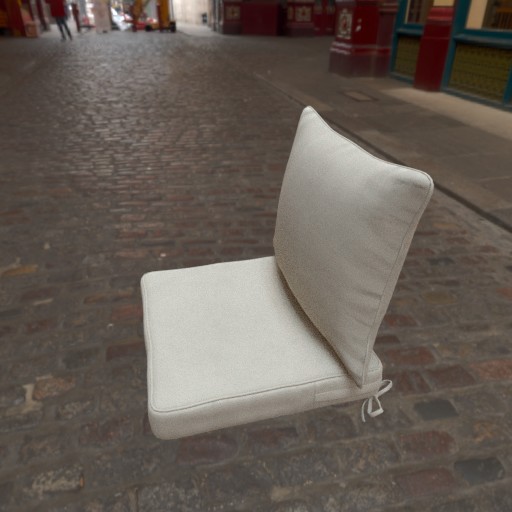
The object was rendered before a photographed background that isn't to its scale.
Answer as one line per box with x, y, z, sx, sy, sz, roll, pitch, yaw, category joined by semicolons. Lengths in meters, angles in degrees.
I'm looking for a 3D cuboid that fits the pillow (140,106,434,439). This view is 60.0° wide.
0.000;0.000;1.348;0.733;0.716;0.798;-7;31;-12;pillow
